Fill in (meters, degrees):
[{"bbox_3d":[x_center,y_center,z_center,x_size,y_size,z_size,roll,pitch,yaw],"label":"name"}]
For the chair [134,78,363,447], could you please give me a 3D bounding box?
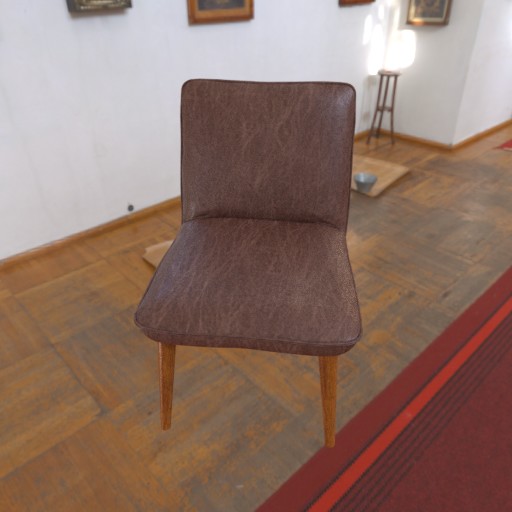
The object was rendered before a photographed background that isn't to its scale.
[{"bbox_3d":[0.000,0.000,1.194,0.543,0.803,0.645,1,31,2],"label":"chair"}]
